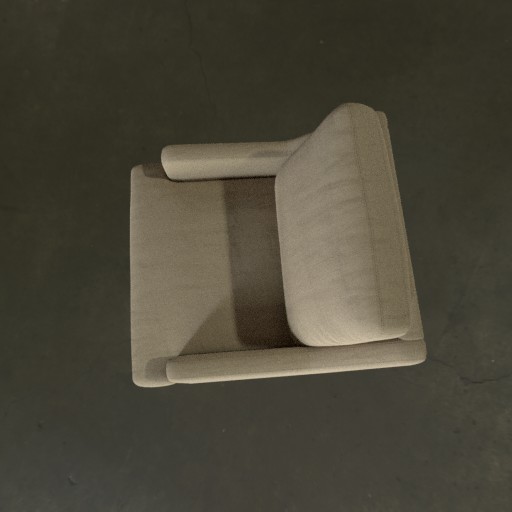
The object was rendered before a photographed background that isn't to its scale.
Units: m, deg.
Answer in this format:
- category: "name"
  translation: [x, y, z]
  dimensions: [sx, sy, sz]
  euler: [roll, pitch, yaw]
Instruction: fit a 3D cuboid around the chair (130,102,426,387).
- category: "chair"
  translation: [0.000, 0.000, 1.706]
  dimensions: [1.001, 0.916, 0.912]
  euler: [-4, 75, -1]
